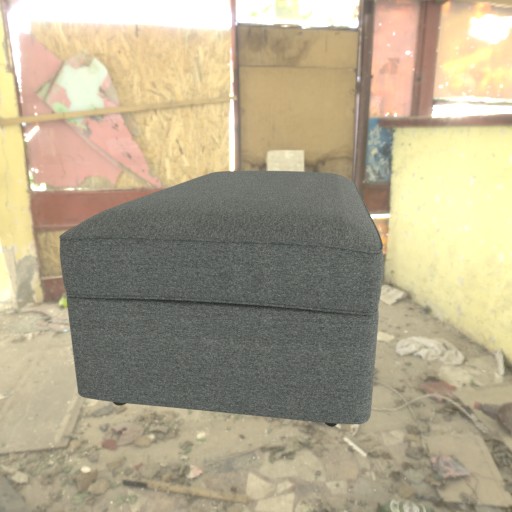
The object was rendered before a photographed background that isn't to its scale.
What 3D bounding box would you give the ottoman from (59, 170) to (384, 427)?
[{"bbox_3d":[0.000,0.000,1.472,0.681,0.494,1.173,2,16,9],"label":"ottoman"}]
